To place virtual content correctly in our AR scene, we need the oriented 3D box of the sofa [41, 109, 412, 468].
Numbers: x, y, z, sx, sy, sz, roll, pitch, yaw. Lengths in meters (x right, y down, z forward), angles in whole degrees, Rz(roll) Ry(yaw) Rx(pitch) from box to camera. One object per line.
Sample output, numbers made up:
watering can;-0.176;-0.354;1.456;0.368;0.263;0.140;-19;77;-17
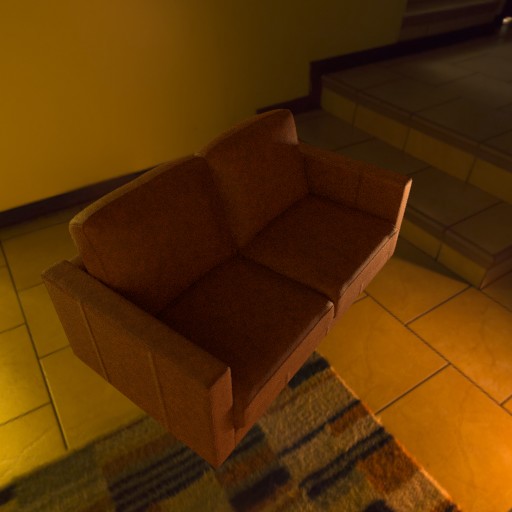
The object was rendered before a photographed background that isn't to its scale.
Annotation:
sofa;0.000;0.000;2.121;0.909;0.951;1.578;26;46;28
